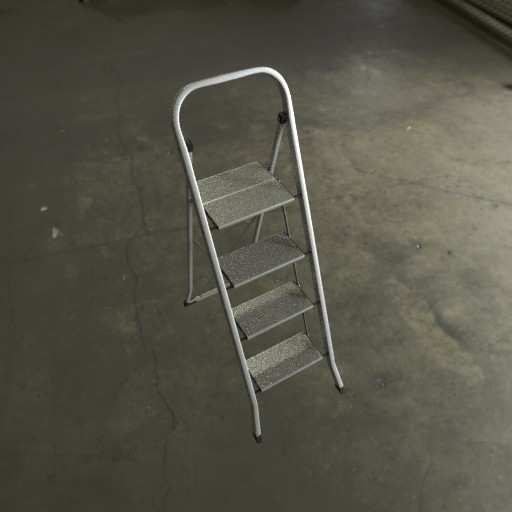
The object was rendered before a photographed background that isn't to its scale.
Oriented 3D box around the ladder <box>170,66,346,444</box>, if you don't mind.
[{"bbox_3d":[0.000,0.000,1.711,0.465,1.290,0.830,-23,51,-20],"label":"ladder"}]
